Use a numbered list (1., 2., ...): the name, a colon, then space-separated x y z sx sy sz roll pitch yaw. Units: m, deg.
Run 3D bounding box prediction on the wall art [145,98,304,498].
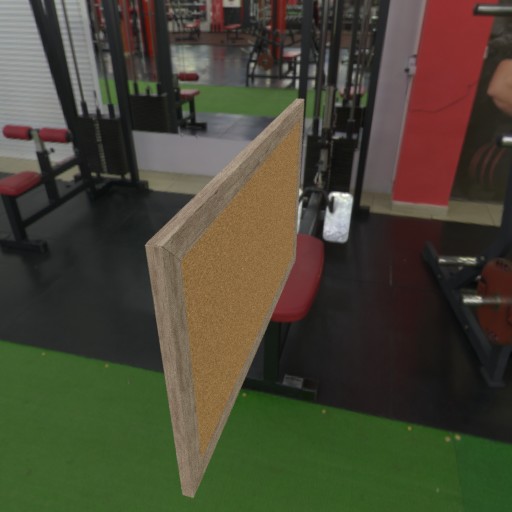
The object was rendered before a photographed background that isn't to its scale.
1. wall art: 0.000 0.000 0.929 0.021 0.480 0.780 9 32 14
